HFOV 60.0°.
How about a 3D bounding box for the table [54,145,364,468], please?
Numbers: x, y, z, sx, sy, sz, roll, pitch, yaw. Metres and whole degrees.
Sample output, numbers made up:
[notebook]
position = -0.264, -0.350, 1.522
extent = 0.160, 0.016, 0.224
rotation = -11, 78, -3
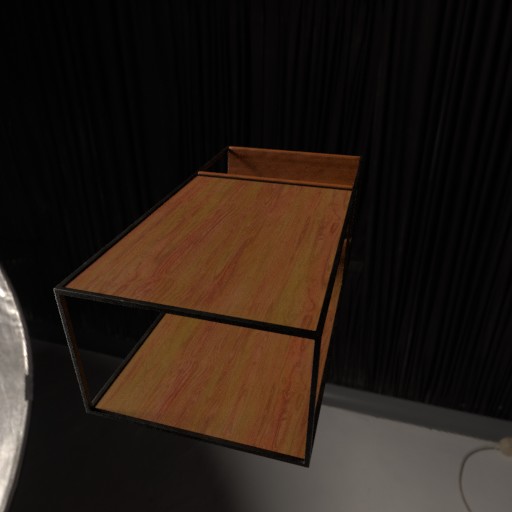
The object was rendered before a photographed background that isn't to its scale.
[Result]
[table]
position = 0.000, 0.000, 1.513
extent = 0.597, 0.403, 1.199
rotation = 8, 30, 14
